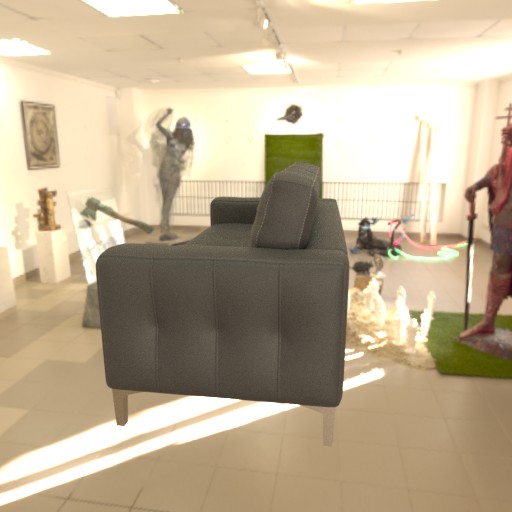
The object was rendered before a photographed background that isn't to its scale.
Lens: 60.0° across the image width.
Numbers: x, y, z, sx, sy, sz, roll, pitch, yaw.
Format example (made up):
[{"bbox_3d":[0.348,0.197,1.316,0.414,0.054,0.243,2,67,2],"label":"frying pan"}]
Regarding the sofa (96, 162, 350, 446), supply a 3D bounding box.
[{"bbox_3d":[0.000,0.000,2.230,0.833,0.893,1.726,2,14,8],"label":"sofa"}]
